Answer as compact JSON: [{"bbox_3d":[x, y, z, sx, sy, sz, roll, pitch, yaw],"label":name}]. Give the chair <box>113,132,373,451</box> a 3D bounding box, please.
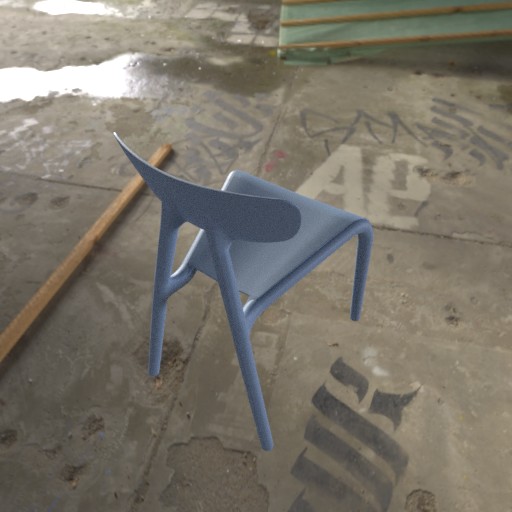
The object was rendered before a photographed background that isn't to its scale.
[{"bbox_3d":[0.000,0.000,0.829,0.356,0.580,0.401,25,51,22],"label":"chair"}]
